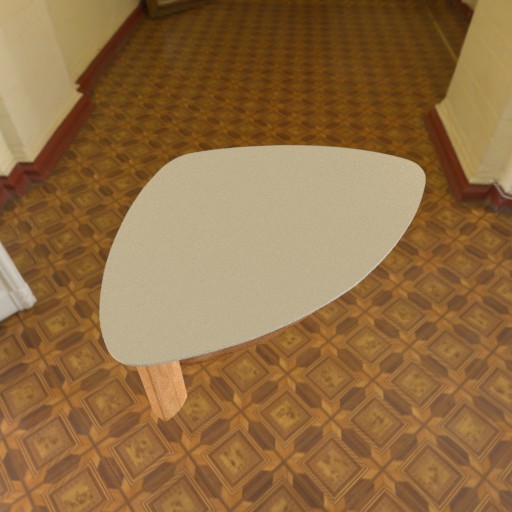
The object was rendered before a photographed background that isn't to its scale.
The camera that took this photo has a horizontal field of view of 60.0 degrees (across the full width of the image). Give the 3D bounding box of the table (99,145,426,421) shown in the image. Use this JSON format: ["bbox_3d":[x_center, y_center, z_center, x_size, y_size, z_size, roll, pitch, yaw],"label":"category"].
[{"bbox_3d":[0.000,0.000,1.621,1.250,0.440,0.850,-32,54,-27],"label":"table"}]
